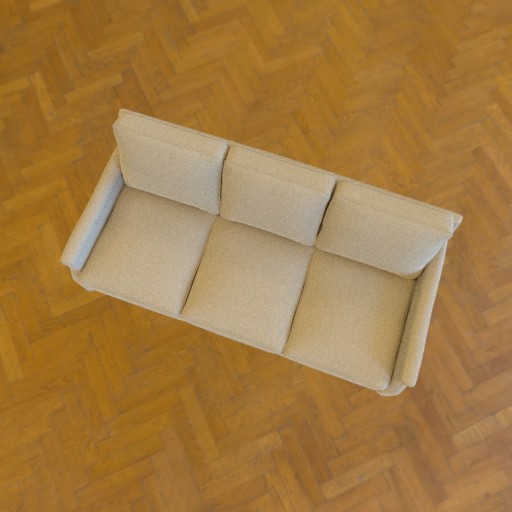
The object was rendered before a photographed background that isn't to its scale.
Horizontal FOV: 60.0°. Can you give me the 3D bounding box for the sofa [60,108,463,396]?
[{"bbox_3d":[0.000,0.000,2.849,2.246,1.003,1.084,19,75,5],"label":"sofa"}]
